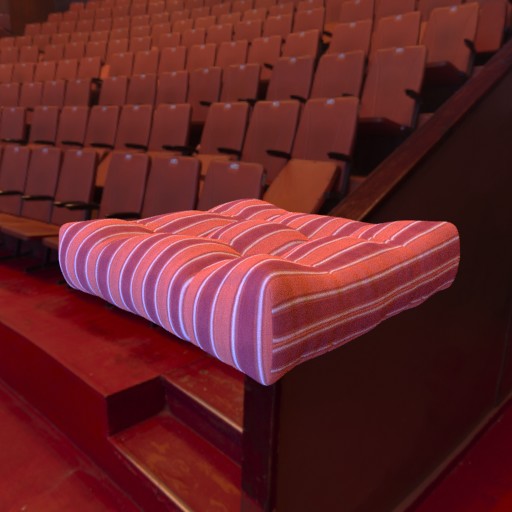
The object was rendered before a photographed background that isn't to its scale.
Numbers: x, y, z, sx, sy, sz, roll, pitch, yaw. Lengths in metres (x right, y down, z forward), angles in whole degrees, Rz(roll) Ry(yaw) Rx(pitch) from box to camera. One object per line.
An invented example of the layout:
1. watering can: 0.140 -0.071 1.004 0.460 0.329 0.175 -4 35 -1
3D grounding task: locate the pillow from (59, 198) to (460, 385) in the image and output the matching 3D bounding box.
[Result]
1. pillow: 0.000 0.000 0.721 0.468 0.133 0.490 -14 20 -43
